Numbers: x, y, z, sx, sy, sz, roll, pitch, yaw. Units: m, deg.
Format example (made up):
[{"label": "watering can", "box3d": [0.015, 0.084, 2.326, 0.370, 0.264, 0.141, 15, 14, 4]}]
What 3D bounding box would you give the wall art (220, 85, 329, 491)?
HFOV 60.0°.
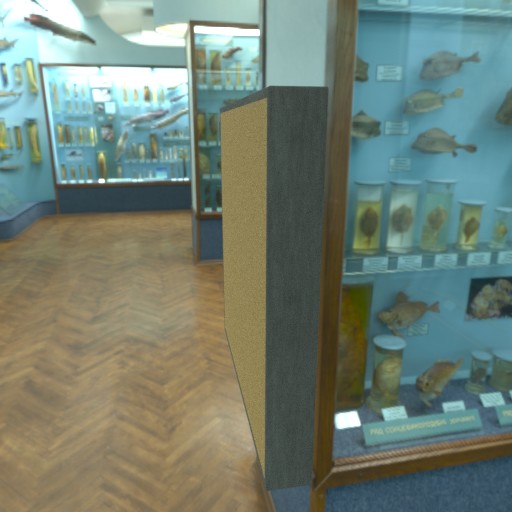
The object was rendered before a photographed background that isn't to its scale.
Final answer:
[{"label": "wall art", "box3d": [0.000, 0.000, 0.457, 0.038, 0.302, 0.303, -3, 16, -10]}]
